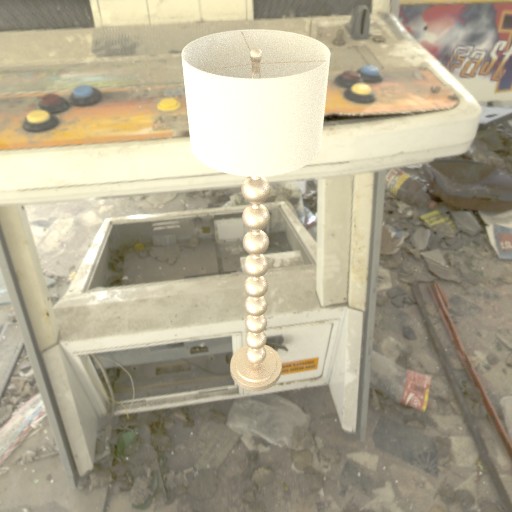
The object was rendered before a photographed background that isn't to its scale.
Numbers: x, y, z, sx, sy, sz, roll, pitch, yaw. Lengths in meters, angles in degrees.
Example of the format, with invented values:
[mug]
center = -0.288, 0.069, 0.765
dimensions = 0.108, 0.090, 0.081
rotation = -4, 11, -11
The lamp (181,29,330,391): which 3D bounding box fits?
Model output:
[lamp]
center = 0.000, 0.000, 1.662
dimensions = 0.394, 1.474, 0.394
rotation = 12, 44, 13
